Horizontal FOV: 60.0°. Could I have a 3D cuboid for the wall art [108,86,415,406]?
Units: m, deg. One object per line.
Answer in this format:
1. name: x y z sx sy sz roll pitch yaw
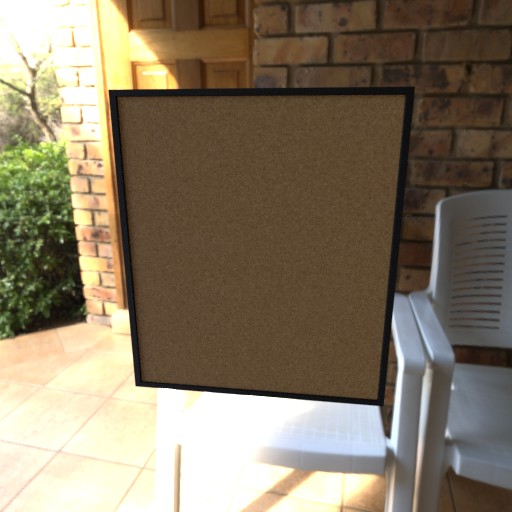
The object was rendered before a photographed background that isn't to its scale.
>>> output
1. wall art: 0.000 0.000 0.538 0.330 0.381 0.019 2 17 7
